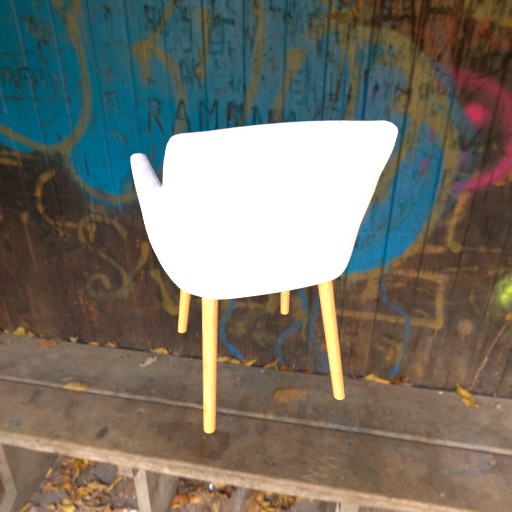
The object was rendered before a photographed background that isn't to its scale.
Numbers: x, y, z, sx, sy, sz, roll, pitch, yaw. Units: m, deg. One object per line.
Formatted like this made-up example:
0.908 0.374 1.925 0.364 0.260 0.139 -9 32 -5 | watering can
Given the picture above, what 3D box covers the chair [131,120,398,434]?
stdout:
0.000 0.000 1.187 0.570 0.780 0.540 -8 29 -16 | chair
